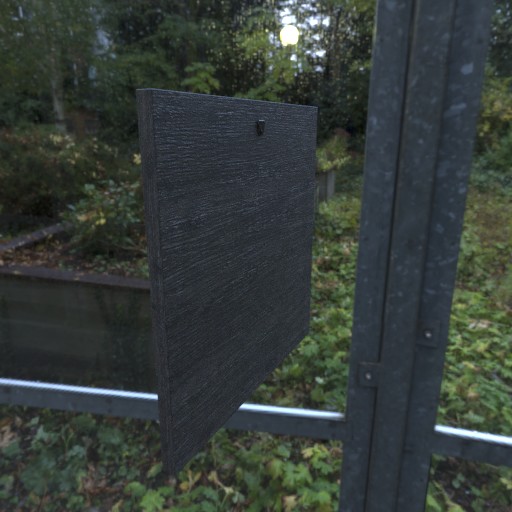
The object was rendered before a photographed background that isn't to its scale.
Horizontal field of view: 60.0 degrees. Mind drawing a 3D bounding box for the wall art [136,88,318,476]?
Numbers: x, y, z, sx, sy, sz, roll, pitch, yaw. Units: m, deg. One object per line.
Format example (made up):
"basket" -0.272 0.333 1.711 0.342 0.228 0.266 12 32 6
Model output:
"wall art" 0.000 0.000 0.694 0.027 0.459 0.462 8 18 27
